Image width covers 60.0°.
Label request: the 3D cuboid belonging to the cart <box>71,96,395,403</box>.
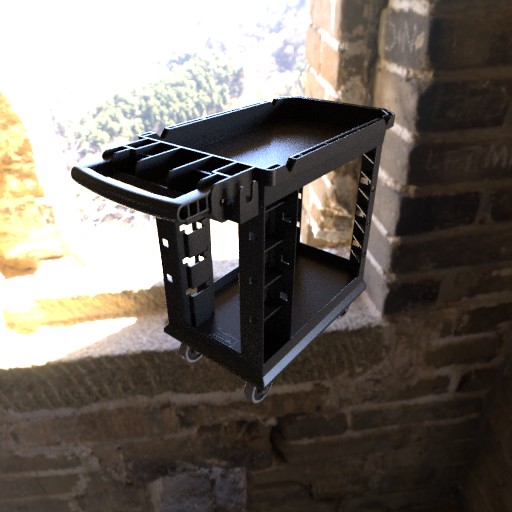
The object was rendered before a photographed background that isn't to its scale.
[{"bbox_3d":[0.000,0.000,1.573,0.497,0.884,1.061,22,37,32],"label":"cart"}]
